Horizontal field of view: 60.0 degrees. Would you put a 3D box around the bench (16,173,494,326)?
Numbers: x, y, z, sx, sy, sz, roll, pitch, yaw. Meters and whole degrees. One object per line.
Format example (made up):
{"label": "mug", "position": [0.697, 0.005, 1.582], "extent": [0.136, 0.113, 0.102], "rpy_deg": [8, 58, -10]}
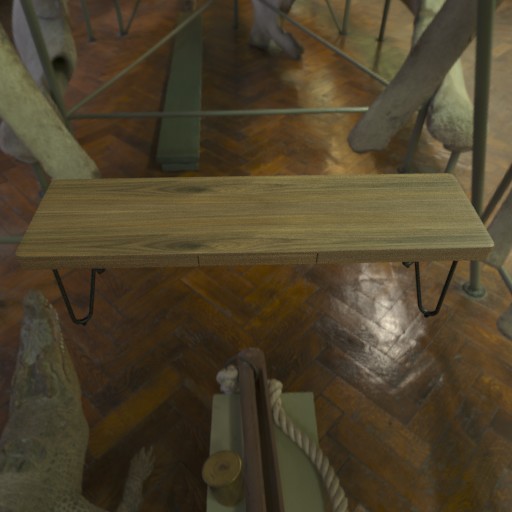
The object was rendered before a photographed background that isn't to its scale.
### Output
{"label": "bench", "position": [0.000, 0.000, 1.747], "extent": [1.570, 0.462, 0.425], "rpy_deg": [-1, 45, -1]}
